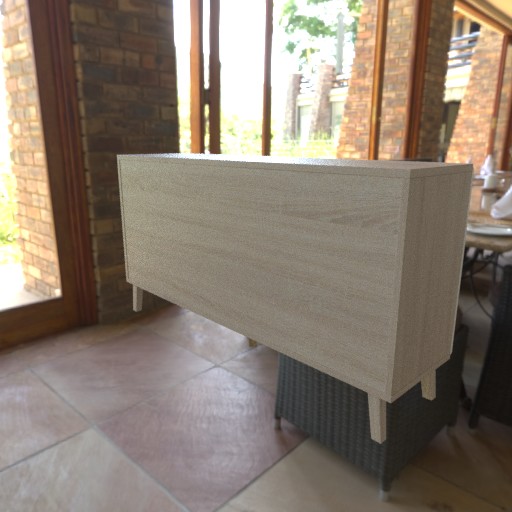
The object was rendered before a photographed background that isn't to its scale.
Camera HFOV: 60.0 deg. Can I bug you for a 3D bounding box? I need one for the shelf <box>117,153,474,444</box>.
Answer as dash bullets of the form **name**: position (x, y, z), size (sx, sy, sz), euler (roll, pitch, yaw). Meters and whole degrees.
- **shelf**: position (0.000, 0.000, 1.807), size (0.400, 0.780, 1.490), euler (-14, 20, -42)
